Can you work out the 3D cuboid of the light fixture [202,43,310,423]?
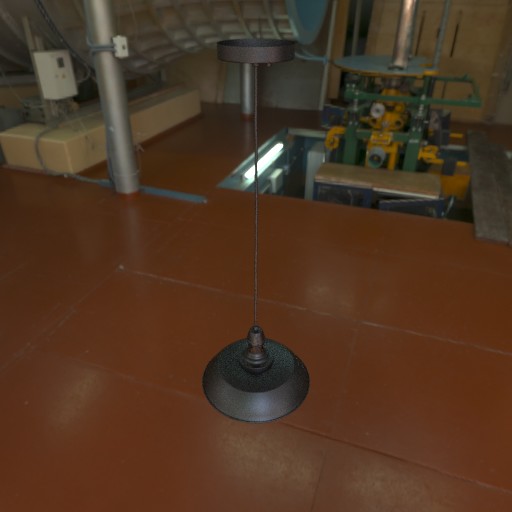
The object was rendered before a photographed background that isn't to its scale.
[{"bbox_3d":[0.000,0.000,1.139,0.331,0.993,0.331,-21,37,-30],"label":"light fixture"}]
